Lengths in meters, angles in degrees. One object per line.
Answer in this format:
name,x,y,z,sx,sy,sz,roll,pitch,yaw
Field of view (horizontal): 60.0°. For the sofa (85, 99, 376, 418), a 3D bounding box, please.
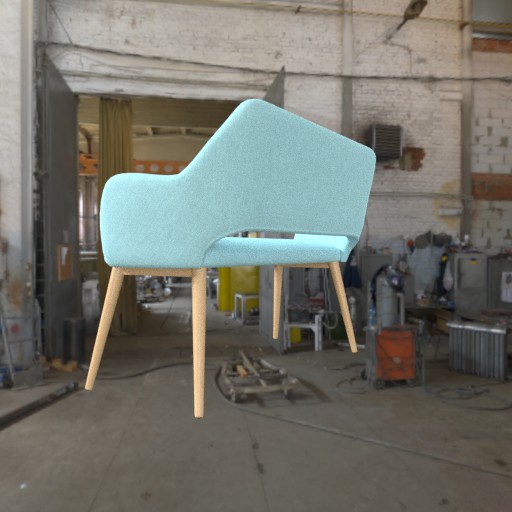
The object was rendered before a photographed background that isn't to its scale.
sofa,0.000,0.000,1.628,0.610,0.840,1.150,1,1,38
